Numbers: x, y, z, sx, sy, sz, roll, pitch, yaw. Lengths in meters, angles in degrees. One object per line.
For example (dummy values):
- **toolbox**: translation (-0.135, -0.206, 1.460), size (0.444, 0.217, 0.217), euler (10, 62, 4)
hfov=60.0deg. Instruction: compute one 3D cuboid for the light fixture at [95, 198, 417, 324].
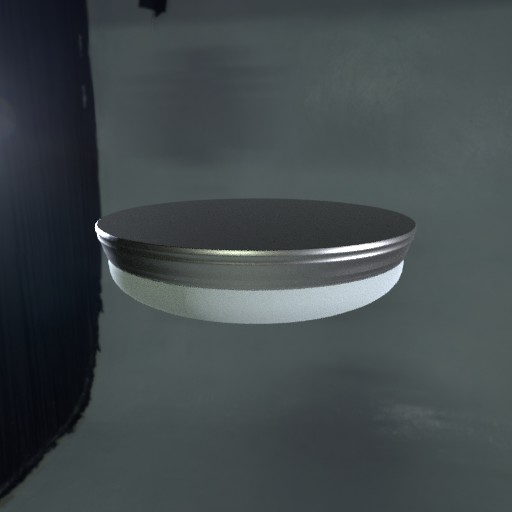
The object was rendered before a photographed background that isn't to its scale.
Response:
- **light fixture**: translation (0.000, 0.000, 0.549), size (0.368, 0.100, 0.368), euler (0, 14, 0)
